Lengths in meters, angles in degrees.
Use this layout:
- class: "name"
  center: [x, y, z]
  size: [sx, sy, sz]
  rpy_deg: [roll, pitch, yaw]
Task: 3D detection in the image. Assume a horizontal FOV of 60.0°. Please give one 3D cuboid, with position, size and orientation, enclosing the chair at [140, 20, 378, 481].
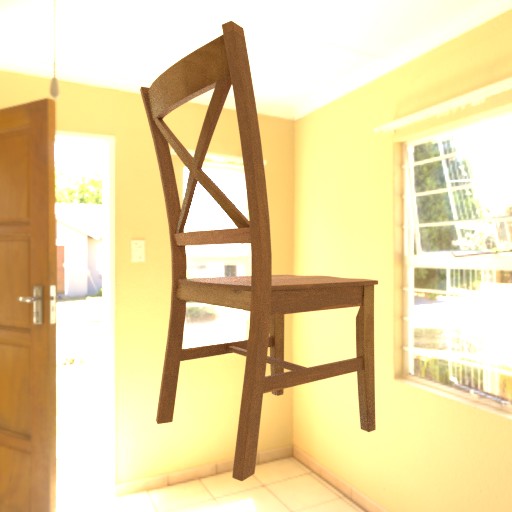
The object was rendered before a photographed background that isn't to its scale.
- class: "chair"
  center: [0.000, 0.000, 1.265]
  size: [0.542, 0.983, 0.485]
  rpy_deg: [0, 0, -37]
